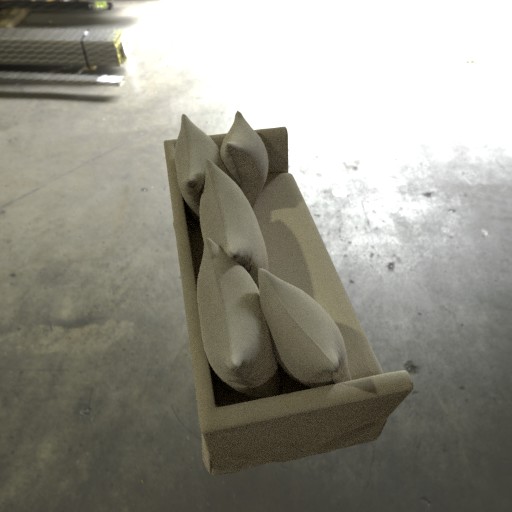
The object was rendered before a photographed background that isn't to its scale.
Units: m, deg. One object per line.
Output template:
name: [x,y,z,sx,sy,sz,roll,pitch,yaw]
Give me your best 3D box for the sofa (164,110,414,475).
sofa: [0.000,0.000,2.842,1.031,1.034,2.290,-9,47,-8]
